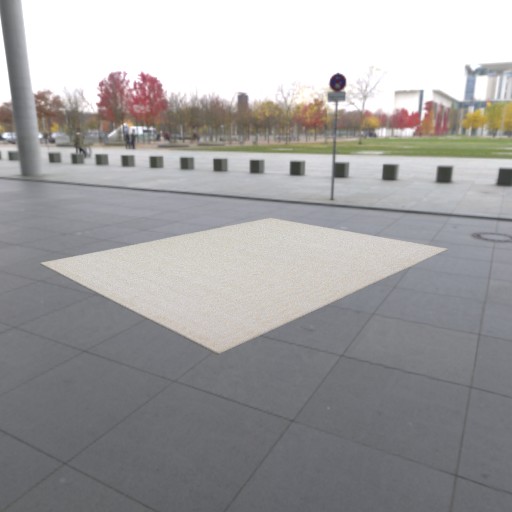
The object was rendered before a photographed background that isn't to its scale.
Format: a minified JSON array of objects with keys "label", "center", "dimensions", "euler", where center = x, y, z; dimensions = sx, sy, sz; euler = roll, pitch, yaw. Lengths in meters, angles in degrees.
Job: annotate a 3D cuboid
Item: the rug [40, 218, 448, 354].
[{"label":"rug","center":[0.000,0.000,4.196],"dimensions":[2.410,0.021,3.055],"euler":[15,21,42]}]
